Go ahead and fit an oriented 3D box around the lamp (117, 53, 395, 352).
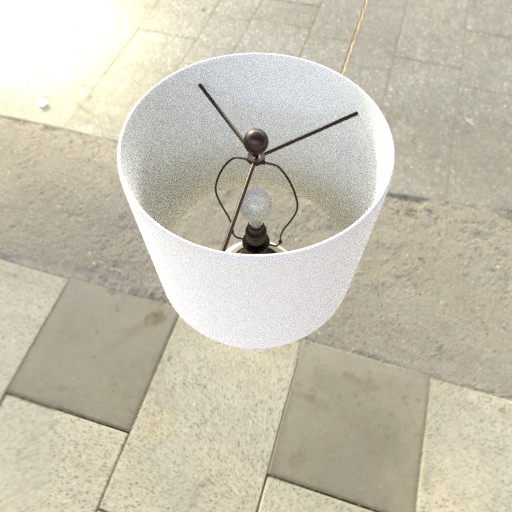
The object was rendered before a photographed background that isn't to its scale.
[{"bbox_3d":[0.000,0.000,0.761,0.328,0.570,0.328,0,60,0],"label":"lamp"}]
